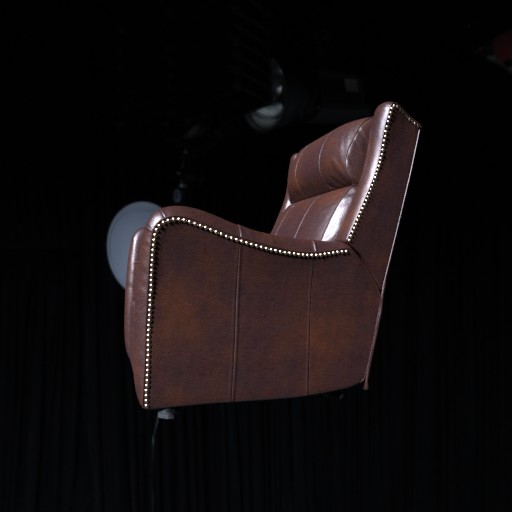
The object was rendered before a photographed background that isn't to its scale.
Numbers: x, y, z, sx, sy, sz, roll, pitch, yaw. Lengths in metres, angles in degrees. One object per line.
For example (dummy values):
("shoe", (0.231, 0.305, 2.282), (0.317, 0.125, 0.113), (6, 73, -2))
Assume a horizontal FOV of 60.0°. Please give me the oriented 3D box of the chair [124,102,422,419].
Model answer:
("chair", (0.000, 0.000, 1.822), (1.008, 1.084, 0.869), (0, -1, -19))
